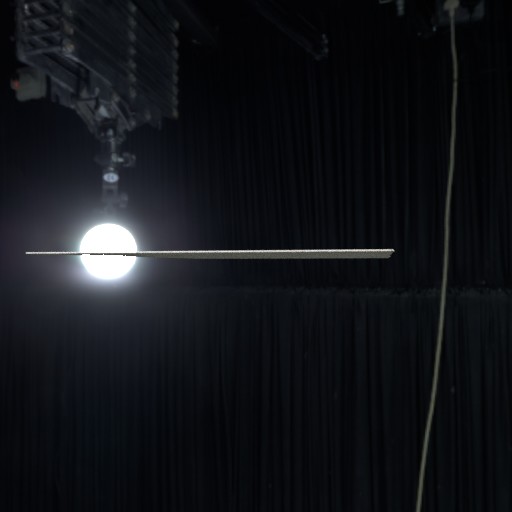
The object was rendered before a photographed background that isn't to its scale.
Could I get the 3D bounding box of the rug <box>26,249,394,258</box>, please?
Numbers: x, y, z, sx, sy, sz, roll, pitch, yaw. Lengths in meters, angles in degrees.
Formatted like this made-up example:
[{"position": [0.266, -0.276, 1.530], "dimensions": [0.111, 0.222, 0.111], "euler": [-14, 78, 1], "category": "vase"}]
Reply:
[{"position": [0.000, 0.000, 3.968], "dimensions": [2.313, 0.009, 2.939], "euler": [0, -1, 16], "category": "rug"}]
